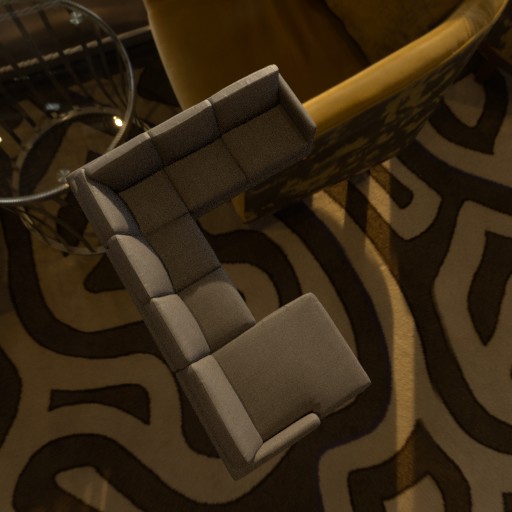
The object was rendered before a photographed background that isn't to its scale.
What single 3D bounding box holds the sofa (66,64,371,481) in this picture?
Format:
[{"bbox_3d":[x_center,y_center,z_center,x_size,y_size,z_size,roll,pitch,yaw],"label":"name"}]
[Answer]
[{"bbox_3d":[0.000,0.000,4.662,2.594,0.961,3.460,-31,78,-7],"label":"sofa"}]
